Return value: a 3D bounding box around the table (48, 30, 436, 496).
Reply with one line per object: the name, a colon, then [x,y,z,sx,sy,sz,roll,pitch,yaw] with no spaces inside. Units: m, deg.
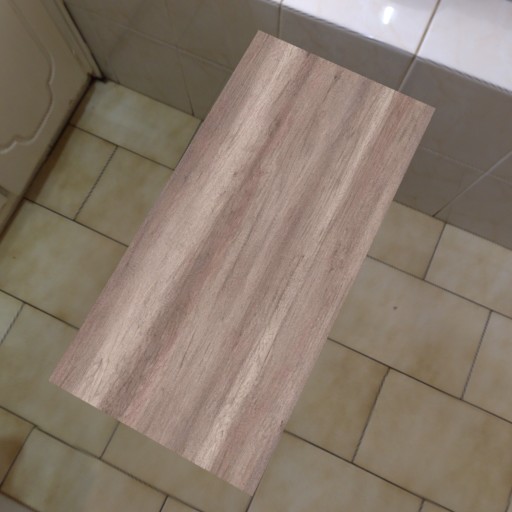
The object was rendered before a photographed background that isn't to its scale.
table: [0.000,0.000,2.254,0.900,0.790,1.800,27,78,6]
